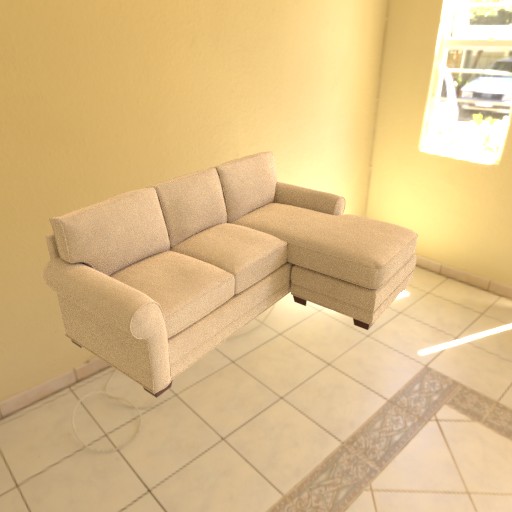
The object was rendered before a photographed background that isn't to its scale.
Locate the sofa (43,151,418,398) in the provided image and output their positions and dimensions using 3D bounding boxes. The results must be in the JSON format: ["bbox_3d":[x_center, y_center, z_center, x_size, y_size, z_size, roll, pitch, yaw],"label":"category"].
[{"bbox_3d":[0.000,0.000,2.378,1.226,0.734,1.770,19,32,33],"label":"sofa"}]
